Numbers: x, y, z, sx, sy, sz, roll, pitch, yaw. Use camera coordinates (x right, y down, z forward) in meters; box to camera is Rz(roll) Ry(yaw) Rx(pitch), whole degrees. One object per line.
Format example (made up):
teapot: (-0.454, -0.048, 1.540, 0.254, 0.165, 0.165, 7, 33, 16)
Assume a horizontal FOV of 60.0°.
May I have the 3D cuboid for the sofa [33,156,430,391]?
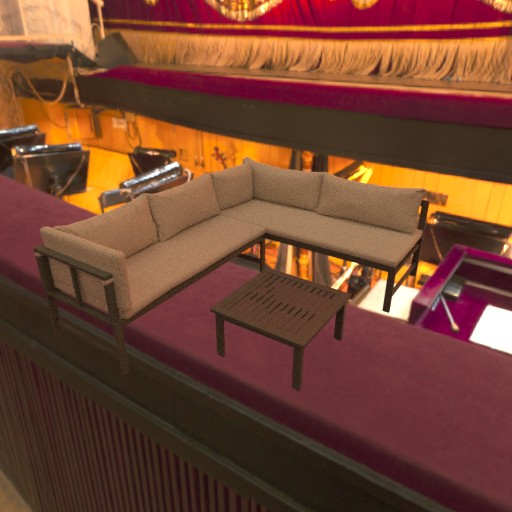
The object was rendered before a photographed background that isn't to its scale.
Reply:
sofa: (0.000, 0.000, 2.989, 1.658, 0.758, 2.096, 17, 31, 30)
